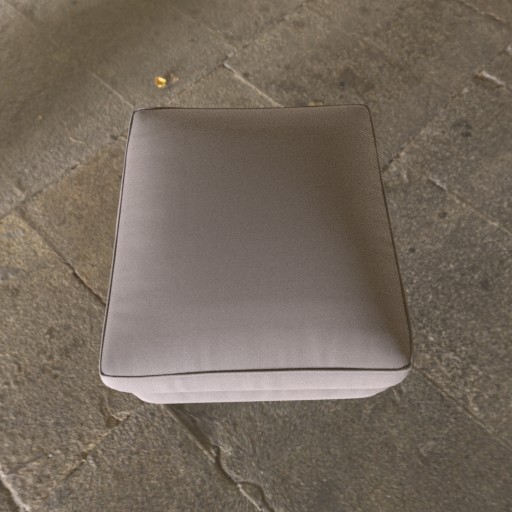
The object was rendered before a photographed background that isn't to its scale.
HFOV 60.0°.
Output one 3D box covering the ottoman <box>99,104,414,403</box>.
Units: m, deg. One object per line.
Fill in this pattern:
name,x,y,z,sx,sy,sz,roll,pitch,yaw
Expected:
ottoman,0.000,0.000,1.171,0.662,0.505,0.721,-1,64,-1
